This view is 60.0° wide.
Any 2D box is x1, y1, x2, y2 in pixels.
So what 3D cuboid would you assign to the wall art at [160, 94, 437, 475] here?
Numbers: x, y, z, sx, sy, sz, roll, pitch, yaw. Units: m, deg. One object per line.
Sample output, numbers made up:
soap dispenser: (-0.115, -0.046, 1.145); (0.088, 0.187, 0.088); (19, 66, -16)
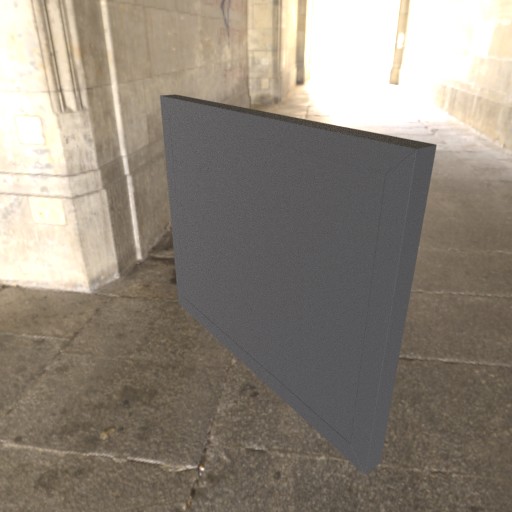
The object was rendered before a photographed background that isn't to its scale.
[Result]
wall art: (0.000, 0.000, 0.529); (0.024, 0.329, 0.404); (-18, 31, -32)
